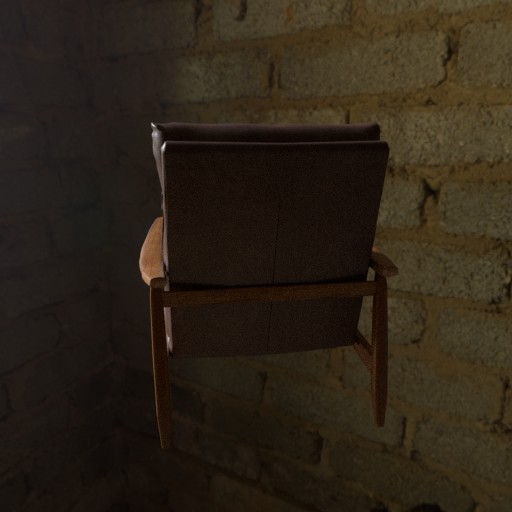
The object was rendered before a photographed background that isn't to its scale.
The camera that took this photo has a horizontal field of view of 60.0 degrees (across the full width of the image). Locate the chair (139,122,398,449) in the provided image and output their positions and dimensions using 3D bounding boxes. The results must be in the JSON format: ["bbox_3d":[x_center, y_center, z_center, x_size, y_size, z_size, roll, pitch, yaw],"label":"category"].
[{"bbox_3d":[0.000,0.000,1.578,0.782,0.897,0.830,-2,15,-8],"label":"chair"}]
